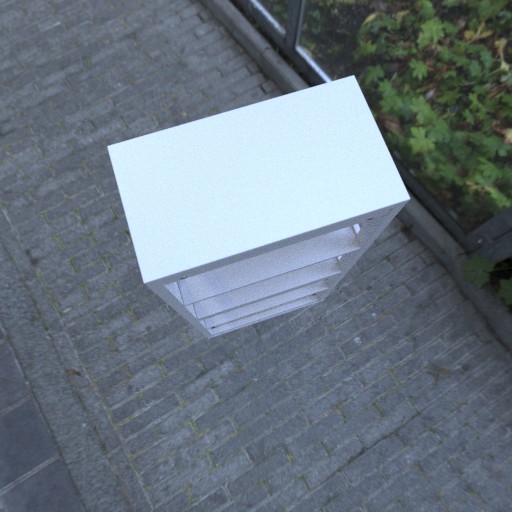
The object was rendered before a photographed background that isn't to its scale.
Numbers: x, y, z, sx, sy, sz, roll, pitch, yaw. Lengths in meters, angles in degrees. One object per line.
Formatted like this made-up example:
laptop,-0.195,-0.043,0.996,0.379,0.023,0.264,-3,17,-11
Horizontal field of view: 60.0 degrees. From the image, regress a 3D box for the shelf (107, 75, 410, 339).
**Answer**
shelf,0.000,0.000,1.679,0.611,1.411,0.340,-18,75,-5
